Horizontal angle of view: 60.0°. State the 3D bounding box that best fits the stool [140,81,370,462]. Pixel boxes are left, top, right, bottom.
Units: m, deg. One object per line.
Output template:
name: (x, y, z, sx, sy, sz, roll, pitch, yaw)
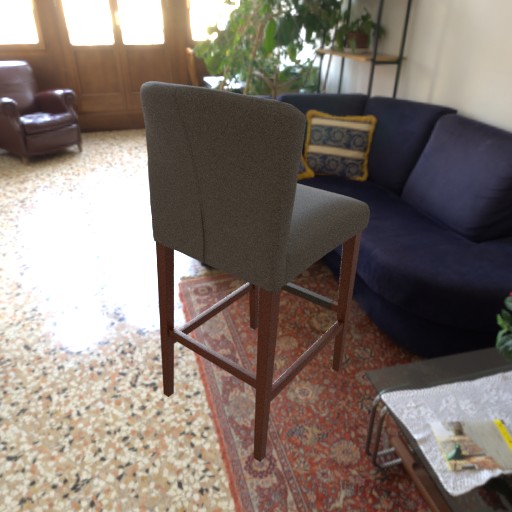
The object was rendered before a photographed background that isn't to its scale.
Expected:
stool: (0.000, 0.000, 1.384, 0.481, 1.069, 0.568, 21, 36, 33)
